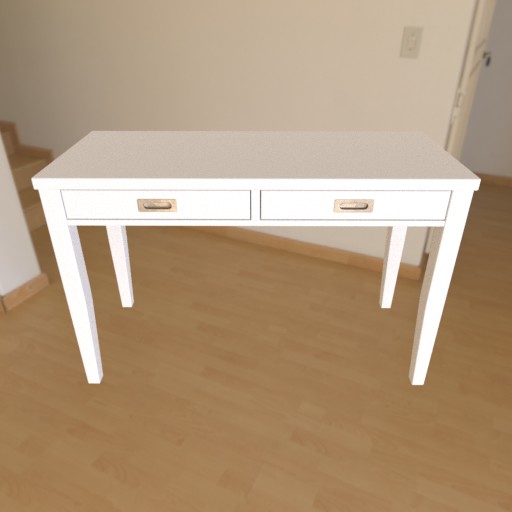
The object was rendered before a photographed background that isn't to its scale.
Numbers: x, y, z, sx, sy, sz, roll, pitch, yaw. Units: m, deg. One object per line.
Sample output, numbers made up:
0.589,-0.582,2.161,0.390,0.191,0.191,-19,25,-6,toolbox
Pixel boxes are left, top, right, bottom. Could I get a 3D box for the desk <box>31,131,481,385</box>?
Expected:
0.000,0.000,1.611,1.220,0.775,0.508,0,30,0,desk
